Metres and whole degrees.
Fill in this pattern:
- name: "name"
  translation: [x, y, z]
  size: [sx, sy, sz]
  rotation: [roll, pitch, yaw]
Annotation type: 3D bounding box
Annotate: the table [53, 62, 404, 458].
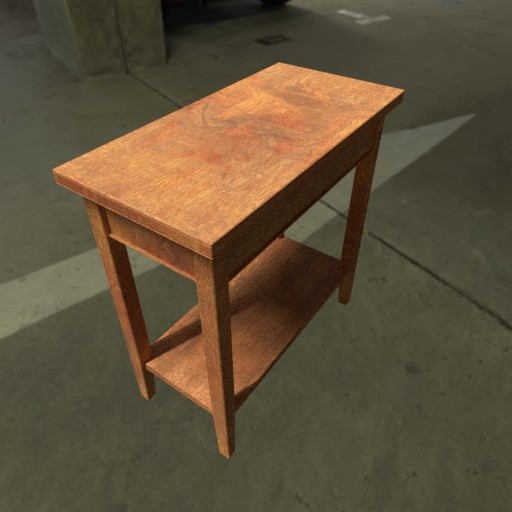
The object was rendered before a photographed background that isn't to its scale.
- name: "table"
  translation: [0.000, 0.000, 0.971]
  size: [0.305, 0.610, 0.610]
  rotation: [25, 46, 26]
